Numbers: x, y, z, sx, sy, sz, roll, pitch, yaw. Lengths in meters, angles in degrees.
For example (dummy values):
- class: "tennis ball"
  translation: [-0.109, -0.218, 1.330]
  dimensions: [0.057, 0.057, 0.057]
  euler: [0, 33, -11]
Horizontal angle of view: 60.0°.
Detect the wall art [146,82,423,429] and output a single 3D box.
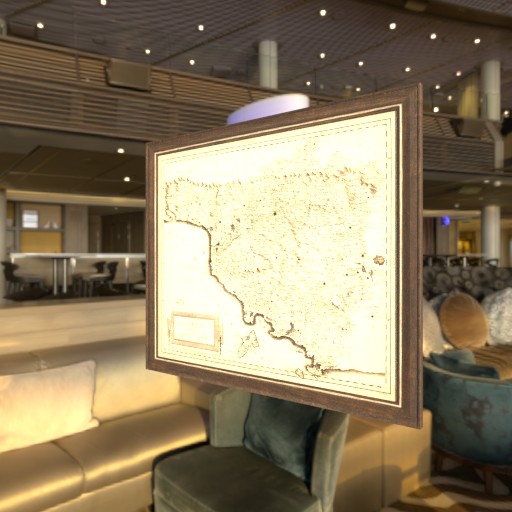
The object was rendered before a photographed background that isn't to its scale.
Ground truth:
- class: "wall art"
  translation: [0.000, 0.000, 1.425]
  dimensions: [1.033, 0.875, 0.023]
  euler: [0, 0, 35]
